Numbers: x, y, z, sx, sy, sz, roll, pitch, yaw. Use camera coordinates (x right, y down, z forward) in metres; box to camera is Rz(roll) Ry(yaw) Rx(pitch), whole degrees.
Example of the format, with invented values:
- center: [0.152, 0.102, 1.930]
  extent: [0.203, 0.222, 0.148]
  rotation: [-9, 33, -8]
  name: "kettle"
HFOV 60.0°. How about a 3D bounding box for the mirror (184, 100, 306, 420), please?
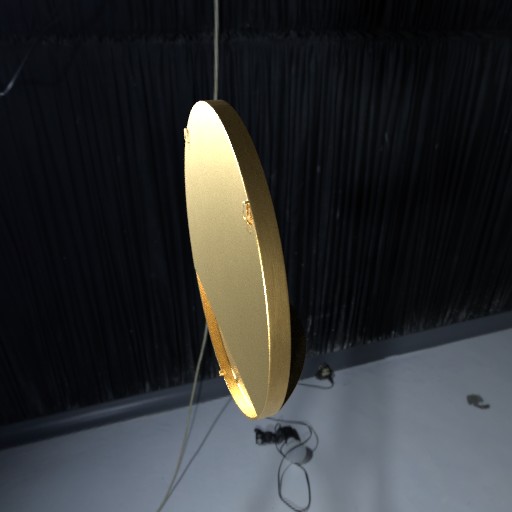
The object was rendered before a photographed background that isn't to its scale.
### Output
- center: [0.000, 0.000, 0.680]
  extent: [0.133, 0.457, 0.457]
  rotation: [-10, 31, -16]
  name: "mirror"
